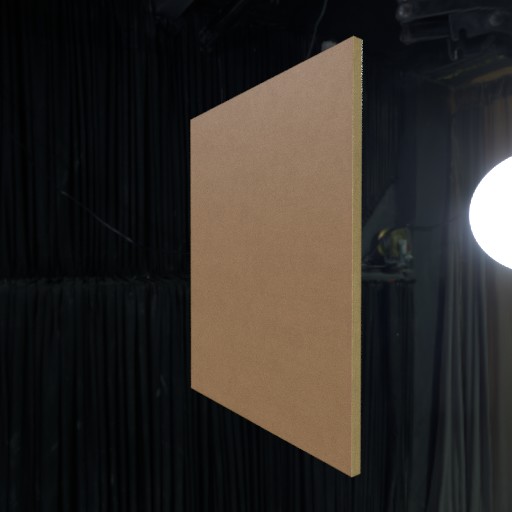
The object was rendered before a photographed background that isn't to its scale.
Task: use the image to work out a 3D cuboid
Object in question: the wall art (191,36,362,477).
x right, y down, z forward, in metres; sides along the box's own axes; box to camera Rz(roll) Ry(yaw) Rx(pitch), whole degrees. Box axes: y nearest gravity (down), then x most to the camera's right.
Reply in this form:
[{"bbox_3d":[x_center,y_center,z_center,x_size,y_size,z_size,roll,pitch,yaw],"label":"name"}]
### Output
[{"bbox_3d":[0.000,0.000,1.340,0.030,1.002,0.798,-1,1,-35],"label":"wall art"}]
